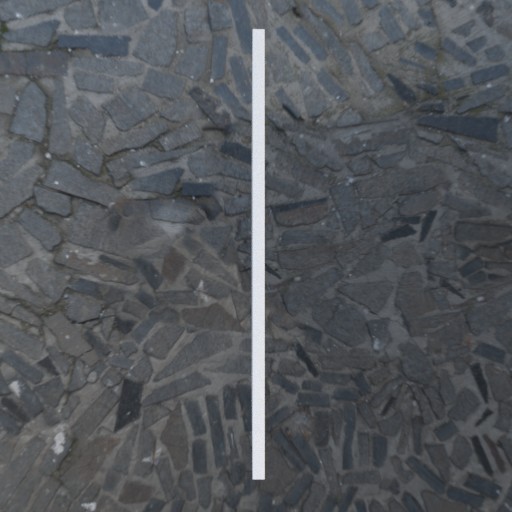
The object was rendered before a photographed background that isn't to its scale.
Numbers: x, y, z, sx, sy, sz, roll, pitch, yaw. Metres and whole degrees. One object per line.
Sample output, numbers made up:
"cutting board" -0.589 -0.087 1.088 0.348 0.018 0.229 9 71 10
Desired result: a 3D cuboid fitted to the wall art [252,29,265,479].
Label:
"wall art" 0.000 0.000 0.679 0.012 0.457 0.457 0 89 -1
